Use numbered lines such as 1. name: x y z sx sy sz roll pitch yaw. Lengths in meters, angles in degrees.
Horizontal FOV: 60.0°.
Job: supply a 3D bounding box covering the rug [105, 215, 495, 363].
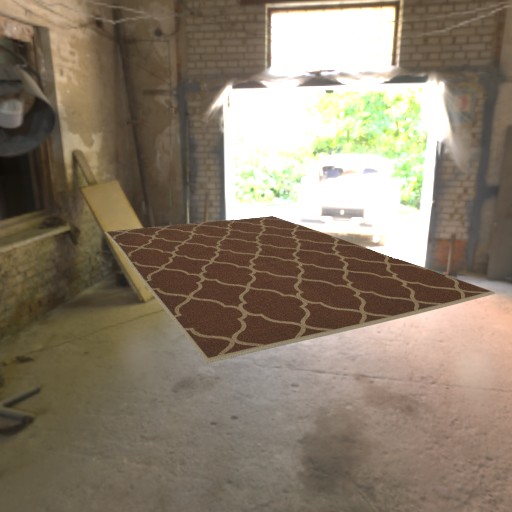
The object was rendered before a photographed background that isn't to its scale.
1. rug: 0.000 0.000 2.846 1.528 0.014 2.294 -8 18 -26
